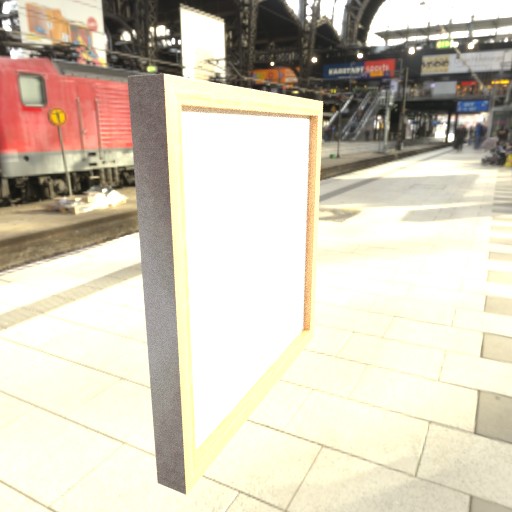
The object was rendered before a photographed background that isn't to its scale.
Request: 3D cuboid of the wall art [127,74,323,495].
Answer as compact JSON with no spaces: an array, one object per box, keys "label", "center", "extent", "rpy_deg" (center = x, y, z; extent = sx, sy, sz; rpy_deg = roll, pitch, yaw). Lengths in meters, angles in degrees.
[{"label":"wall art","center":[0.000,0.000,0.438],"extent":[0.028,0.303,0.303],"rpy_deg":[8,18,25]}]
